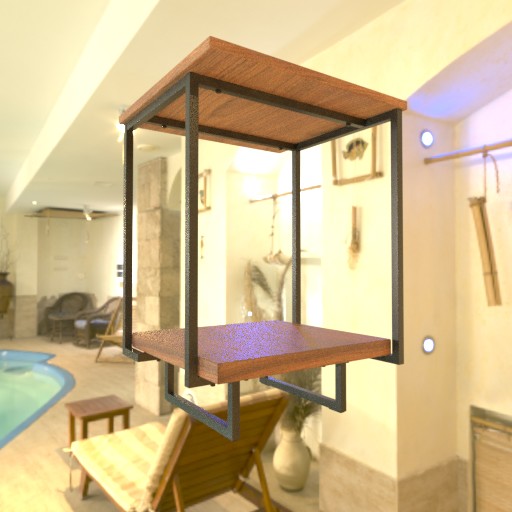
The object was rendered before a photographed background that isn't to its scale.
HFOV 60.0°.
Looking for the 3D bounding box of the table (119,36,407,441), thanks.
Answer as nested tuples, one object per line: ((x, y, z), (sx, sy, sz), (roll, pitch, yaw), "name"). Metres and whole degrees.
((0.000, 0.000, 0.849), (0.411, 0.567, 0.384), (1, -2, -35), "table")
